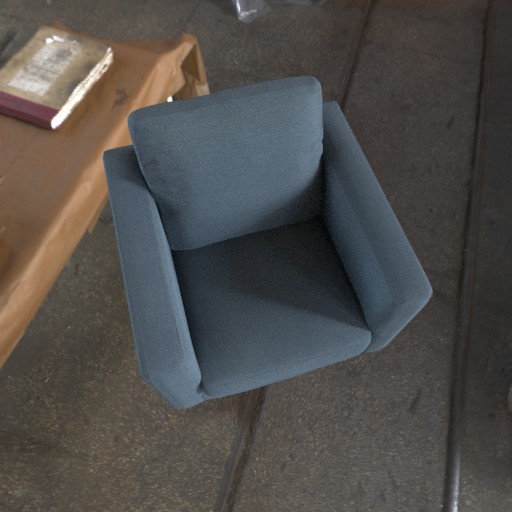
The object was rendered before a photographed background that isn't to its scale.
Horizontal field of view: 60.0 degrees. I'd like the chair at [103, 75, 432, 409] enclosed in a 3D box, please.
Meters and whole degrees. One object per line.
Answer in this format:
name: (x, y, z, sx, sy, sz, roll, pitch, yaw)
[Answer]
chair: (0.000, 0.000, 1.566, 0.855, 0.922, 0.820, -15, 64, -7)
